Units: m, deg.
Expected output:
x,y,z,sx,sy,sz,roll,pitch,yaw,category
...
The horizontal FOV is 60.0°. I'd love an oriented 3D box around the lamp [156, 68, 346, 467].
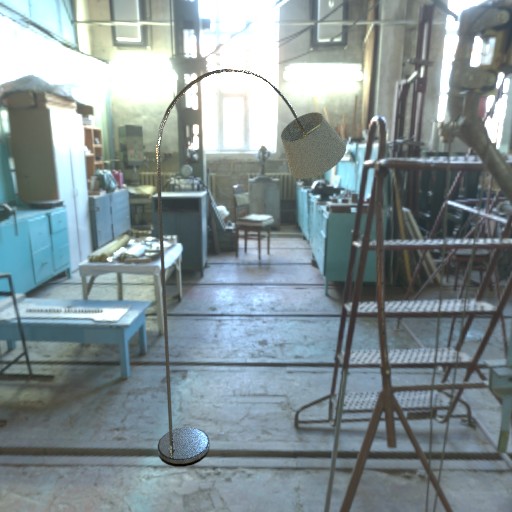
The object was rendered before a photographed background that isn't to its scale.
x,y,z,sx,sy,sz,roll,pitch,yaw,category
0.000,0.000,2.697,1.445,2.098,0.406,-13,19,-43,lamp
